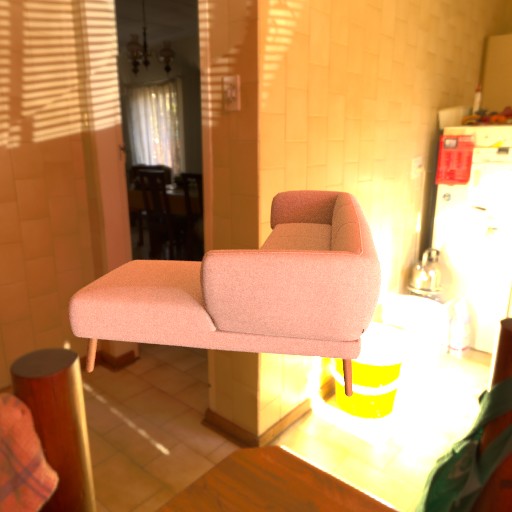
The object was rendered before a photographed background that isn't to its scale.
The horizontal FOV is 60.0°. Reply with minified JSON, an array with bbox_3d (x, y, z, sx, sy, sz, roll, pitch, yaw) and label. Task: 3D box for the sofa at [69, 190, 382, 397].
[{"bbox_3d":[0.000,0.000,3.341,1.610,0.730,2.660,3,15,10],"label":"sofa"}]
